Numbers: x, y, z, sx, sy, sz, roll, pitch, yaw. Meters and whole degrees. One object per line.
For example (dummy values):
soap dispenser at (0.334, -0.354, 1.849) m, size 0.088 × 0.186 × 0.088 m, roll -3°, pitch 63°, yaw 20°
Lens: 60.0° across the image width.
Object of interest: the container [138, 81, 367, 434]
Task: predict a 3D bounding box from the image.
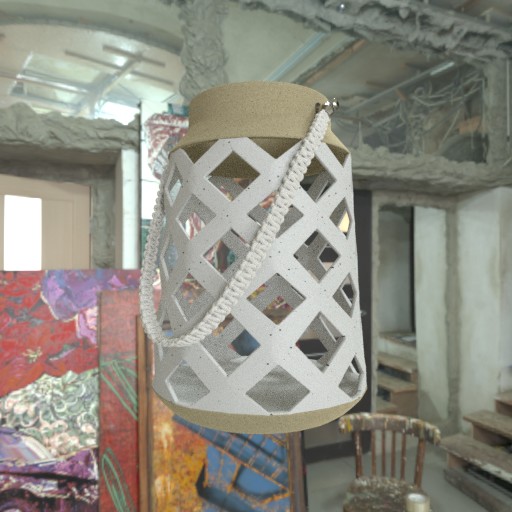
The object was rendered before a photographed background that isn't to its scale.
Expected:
container at (0.000, 0.000, 0.339) m, size 0.163 × 0.229 × 0.172 m, roll -1°, pitch -1°, yaw 37°
